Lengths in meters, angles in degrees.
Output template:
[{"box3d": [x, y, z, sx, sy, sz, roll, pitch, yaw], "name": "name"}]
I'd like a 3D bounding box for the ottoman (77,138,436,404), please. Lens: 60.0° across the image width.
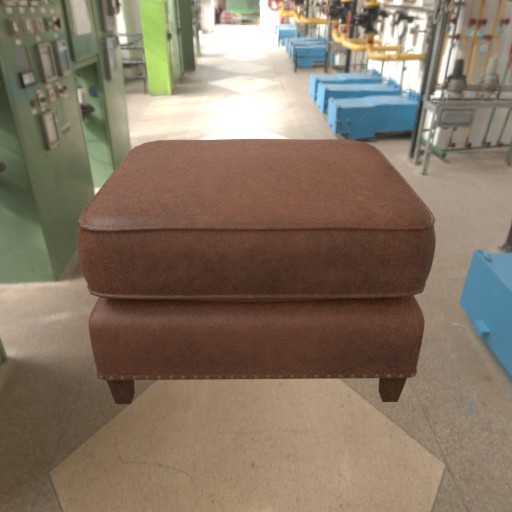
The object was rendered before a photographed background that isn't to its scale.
[{"box3d": [0.000, 0.000, 1.169, 0.738, 0.537, 0.589, 0, 30, 0], "name": "ottoman"}]
